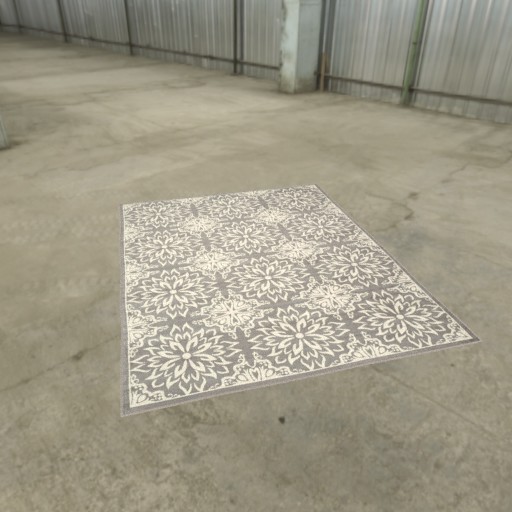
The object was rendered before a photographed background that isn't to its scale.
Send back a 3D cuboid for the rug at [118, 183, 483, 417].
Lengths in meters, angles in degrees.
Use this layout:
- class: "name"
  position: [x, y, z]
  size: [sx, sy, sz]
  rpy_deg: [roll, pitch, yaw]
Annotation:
- class: "rug"
  position: [0.000, 0.000, 3.956]
  size: [2.363, 0.012, 2.980]
  rpy_deg: [-8, 32, -13]
